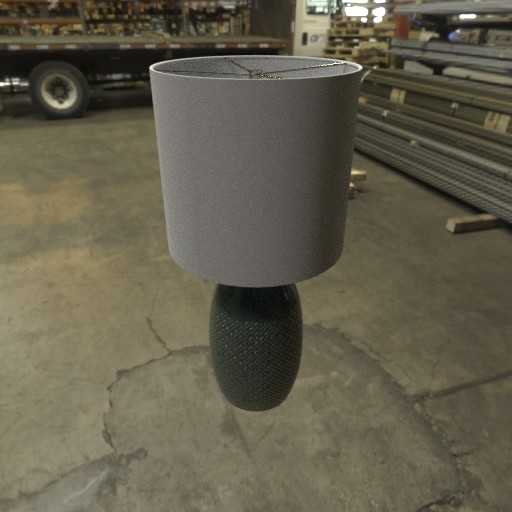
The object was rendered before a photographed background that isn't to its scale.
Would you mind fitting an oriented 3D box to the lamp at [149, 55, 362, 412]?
[{"bbox_3d":[0.000,0.000,0.569,0.217,0.453,0.217,-10,30,-17],"label":"lamp"}]
